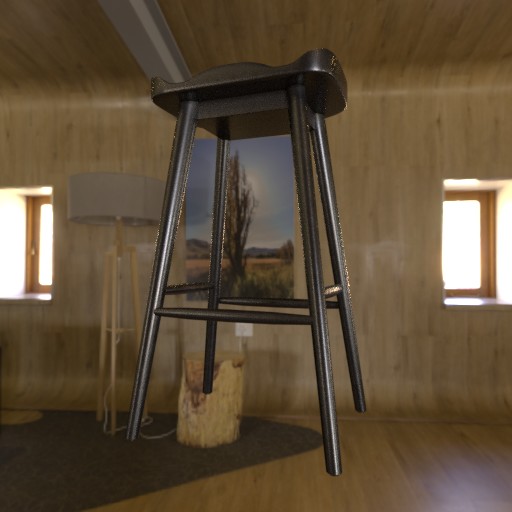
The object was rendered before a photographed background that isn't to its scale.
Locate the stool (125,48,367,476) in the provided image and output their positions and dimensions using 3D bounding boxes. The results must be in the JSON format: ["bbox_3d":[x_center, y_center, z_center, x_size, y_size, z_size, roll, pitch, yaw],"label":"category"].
[{"bbox_3d":[0.000,0.000,0.989,0.440,0.749,0.361,0,-1,21],"label":"stool"}]
